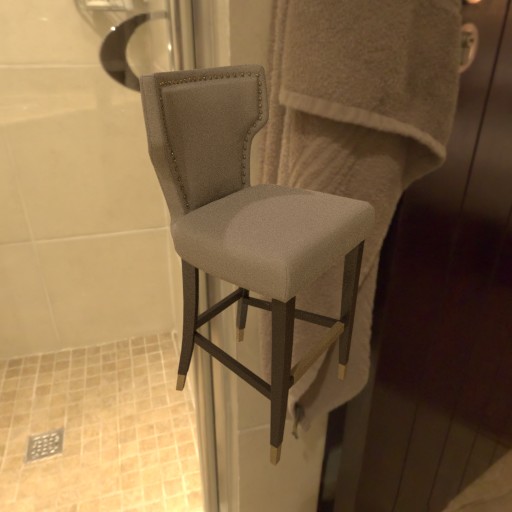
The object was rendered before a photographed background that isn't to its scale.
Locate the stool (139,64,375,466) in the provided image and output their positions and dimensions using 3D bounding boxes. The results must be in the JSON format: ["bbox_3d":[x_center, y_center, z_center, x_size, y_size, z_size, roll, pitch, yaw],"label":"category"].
[{"bbox_3d":[0.000,0.000,1.411,0.563,1.092,0.526,18,32,32],"label":"stool"}]
